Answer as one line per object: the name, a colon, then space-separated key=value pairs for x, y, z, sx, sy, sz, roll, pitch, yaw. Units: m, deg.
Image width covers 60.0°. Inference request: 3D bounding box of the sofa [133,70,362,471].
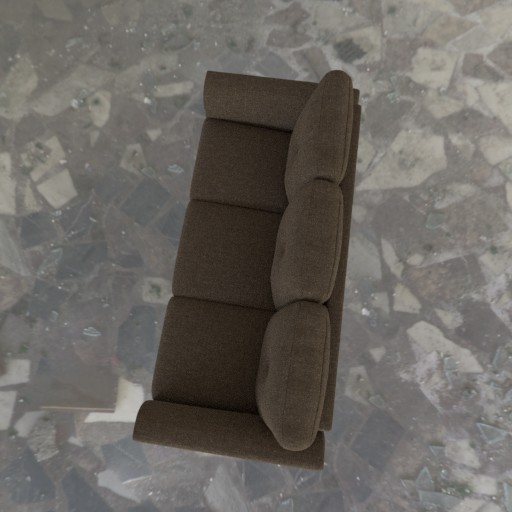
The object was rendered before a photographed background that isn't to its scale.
sofa: x=0.000 y=0.000 z=2.256 sx=0.837 sy=0.891 sz=1.847 roll=8 pitch=75 yaw=2
